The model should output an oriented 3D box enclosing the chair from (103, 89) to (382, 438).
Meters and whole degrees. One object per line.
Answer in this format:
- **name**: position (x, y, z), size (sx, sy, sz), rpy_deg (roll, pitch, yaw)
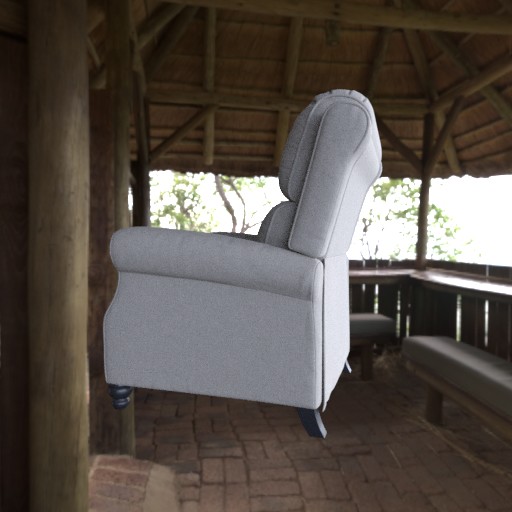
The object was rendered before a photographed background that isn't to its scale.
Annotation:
- **chair**: position (0.000, 0.000, 1.733), size (0.919, 1.046, 0.859), rpy_deg (1, 2, 18)
